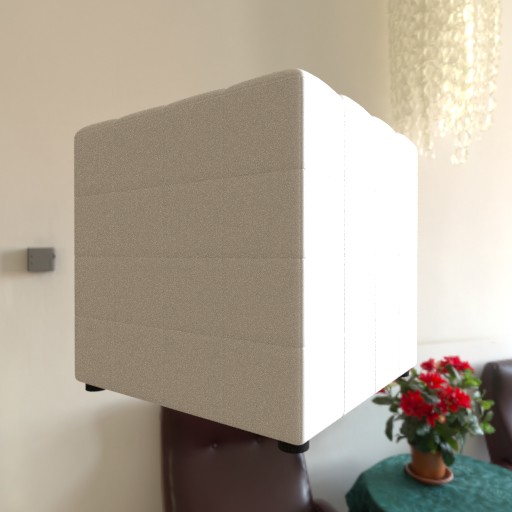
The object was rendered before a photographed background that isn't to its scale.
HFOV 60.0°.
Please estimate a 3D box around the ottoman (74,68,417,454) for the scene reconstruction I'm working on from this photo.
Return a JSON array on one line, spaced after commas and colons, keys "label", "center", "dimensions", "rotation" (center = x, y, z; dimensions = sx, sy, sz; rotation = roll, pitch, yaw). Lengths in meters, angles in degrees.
[{"label": "ottoman", "center": [0.000, 0.000, 0.763], "dimensions": [0.425, 0.432, 0.425], "rotation": [0, 0, 36]}]
